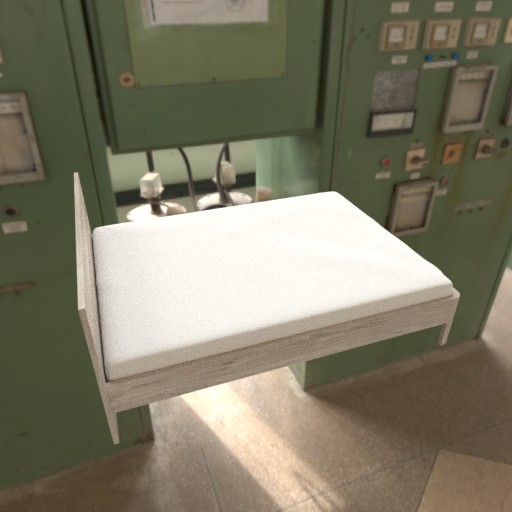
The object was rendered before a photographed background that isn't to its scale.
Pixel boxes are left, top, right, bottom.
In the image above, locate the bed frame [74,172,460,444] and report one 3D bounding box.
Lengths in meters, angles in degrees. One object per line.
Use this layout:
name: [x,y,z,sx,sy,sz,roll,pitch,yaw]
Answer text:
bed frame: [0.000,0.000,2.743,1.950,0.800,1.490,-11,33,-17]
